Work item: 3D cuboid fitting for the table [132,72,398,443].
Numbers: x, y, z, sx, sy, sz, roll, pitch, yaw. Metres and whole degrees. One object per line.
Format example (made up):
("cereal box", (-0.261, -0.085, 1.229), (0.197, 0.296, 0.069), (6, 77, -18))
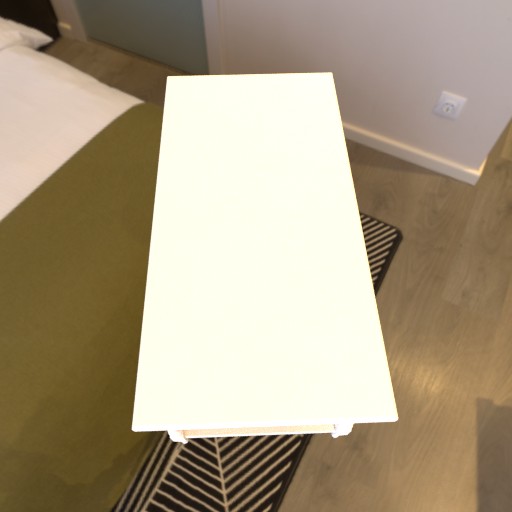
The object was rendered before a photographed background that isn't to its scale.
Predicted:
("table", (0.000, 0.000, 1.410), (0.550, 0.510, 1.107), (-2, 59, -1))
